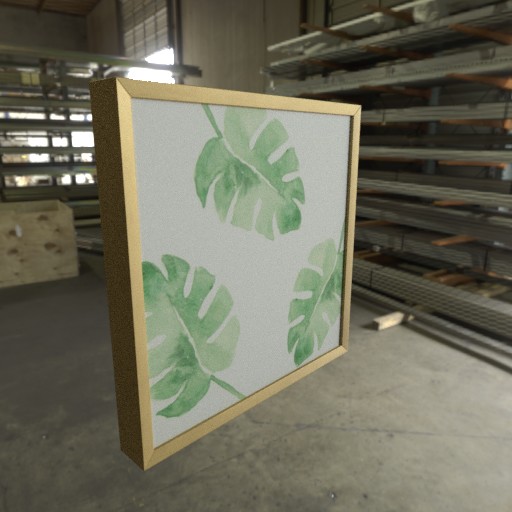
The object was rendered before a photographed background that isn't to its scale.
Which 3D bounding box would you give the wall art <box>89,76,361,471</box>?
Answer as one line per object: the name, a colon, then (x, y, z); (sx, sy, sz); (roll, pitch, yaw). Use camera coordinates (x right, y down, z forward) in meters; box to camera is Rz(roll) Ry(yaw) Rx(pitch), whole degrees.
wall art: (0.000, 0.000, 0.447); (0.038, 0.305, 0.305); (13, 19, 42)
